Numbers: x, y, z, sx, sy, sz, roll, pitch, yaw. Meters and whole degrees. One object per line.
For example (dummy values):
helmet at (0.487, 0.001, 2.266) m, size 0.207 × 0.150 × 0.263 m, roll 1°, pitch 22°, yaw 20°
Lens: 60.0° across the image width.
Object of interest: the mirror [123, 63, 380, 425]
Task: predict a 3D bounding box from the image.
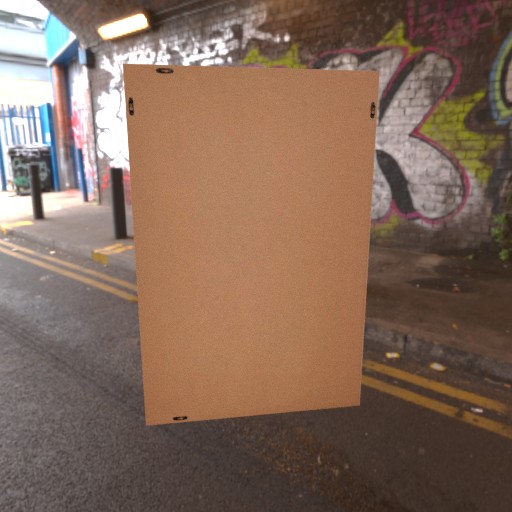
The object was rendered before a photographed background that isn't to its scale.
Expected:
mirror at (0.000, 0.000, 1.159) m, size 0.609 × 0.915 × 0.041 m, roll -2°, pitch 14°, yaw -9°
